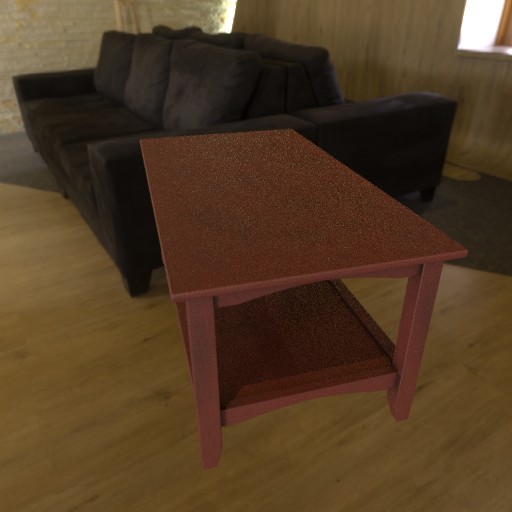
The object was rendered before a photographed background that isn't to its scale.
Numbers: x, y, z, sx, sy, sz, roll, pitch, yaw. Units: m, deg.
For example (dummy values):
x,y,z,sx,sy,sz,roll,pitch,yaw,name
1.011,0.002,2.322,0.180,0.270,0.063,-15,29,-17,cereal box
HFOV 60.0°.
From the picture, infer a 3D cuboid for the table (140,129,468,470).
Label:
x,y,z,sx,sy,sz,roll,pitch,yaw,name
0.000,0.000,1.241,0.533,0.456,0.943,-8,30,-14,table
